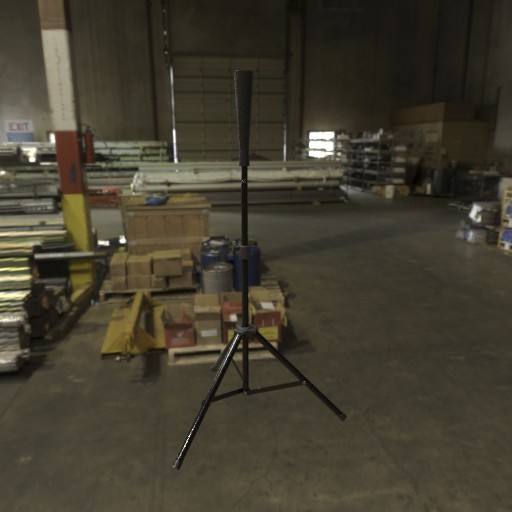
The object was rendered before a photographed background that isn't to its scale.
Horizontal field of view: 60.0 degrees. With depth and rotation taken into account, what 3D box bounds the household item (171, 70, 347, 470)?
[{"bbox_3d":[0.000,0.000,1.393,0.559,1.067,0.559,-2,14,-9],"label":"household item"}]
